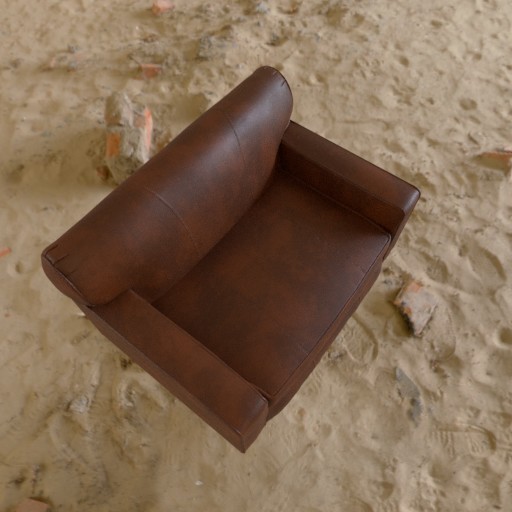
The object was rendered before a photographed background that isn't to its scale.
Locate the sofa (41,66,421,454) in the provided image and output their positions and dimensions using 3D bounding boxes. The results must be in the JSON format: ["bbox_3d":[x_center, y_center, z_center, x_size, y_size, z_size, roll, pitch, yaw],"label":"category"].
[{"bbox_3d":[0.000,0.000,2.091,1.000,0.956,1.413,34,65,18],"label":"sofa"}]
